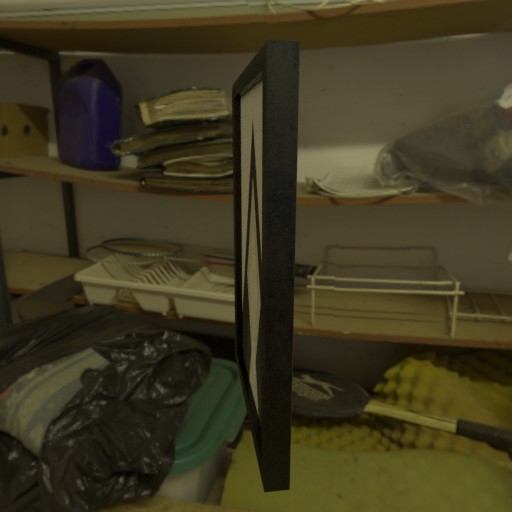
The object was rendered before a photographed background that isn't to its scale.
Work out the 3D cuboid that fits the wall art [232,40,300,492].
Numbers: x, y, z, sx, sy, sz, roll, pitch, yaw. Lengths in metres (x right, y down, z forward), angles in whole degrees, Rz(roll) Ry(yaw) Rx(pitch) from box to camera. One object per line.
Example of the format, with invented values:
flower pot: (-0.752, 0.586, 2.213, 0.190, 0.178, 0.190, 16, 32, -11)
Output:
wall art: (0.000, 0.000, 0.583, 0.031, 0.457, 0.313, -2, 15, -8)
